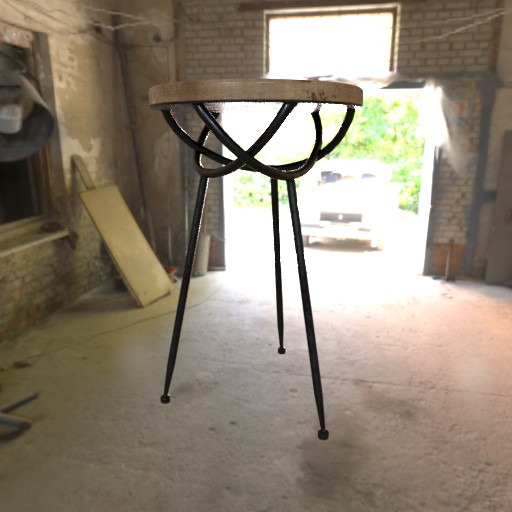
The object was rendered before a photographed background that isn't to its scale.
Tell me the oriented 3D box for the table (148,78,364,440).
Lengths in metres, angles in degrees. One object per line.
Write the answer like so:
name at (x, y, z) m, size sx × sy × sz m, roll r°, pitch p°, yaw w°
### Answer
table at (0.000, 0.000, 0.946) m, size 0.414 × 0.664 × 0.418 m, roll -8°, pitch 17°, yaw -26°
